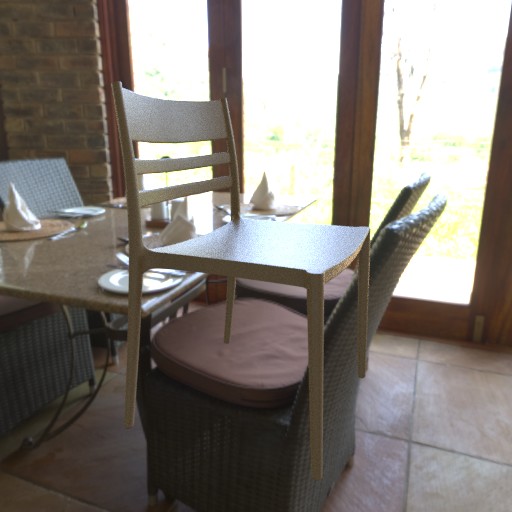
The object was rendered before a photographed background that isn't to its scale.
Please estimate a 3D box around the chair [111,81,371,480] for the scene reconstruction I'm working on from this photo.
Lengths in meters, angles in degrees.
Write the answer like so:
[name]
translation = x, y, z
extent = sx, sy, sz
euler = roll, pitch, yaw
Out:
[chair]
translation = 0.000, 0.000, 1.122
extent = 0.511, 0.800, 0.531
euler = 7, 17, 24
